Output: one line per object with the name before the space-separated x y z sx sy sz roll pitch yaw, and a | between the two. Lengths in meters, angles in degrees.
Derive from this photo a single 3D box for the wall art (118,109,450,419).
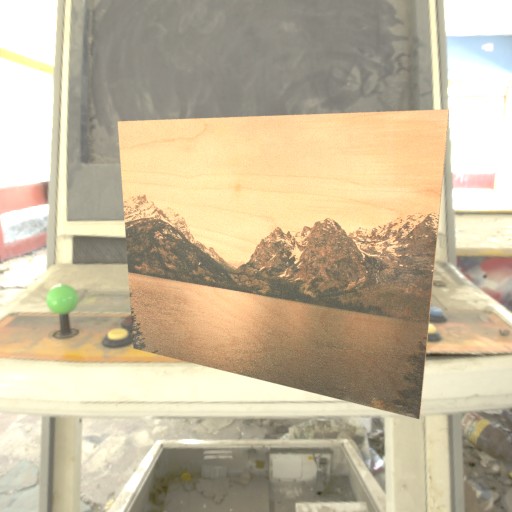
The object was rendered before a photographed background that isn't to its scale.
wall art | 0.000 0.000 0.678 0.508 0.408 0.010 7 15 26
